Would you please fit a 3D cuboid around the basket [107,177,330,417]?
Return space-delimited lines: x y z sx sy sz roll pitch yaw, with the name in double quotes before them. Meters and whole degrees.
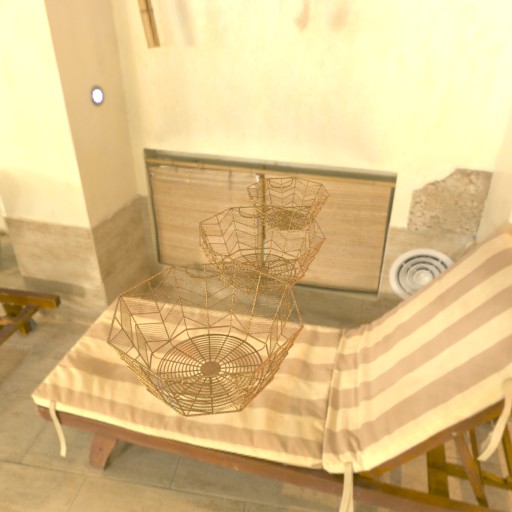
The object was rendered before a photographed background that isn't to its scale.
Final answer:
"basket" 0.000 0.000 1.356 0.432 0.178 1.245 8 31 13
